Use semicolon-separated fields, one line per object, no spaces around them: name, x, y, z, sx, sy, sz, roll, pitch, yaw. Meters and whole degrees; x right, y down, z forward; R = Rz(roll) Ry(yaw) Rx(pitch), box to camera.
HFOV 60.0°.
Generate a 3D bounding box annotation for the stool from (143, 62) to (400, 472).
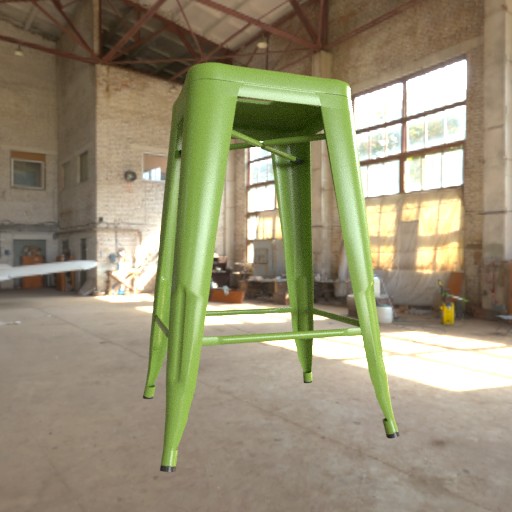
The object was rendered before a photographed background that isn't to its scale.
stool;0.000;0.000;0.846;0.398;0.609;0.358;0;0;-18
